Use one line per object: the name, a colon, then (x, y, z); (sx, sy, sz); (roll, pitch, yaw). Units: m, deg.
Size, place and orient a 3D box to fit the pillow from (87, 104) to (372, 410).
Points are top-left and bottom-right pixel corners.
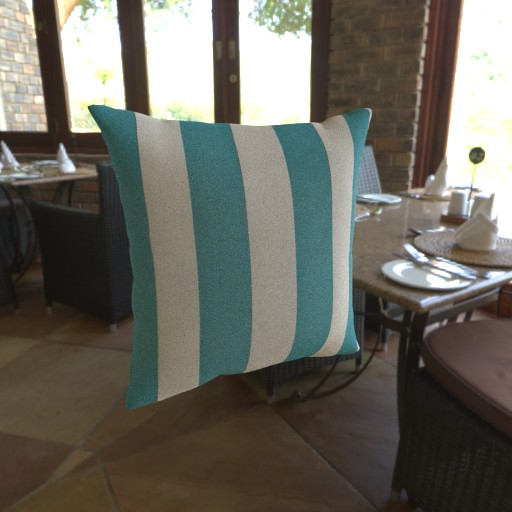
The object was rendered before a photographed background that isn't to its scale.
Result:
pillow: (0.000, 0.000, 0.819); (0.536, 0.526, 0.189); (-9, 19, -27)
